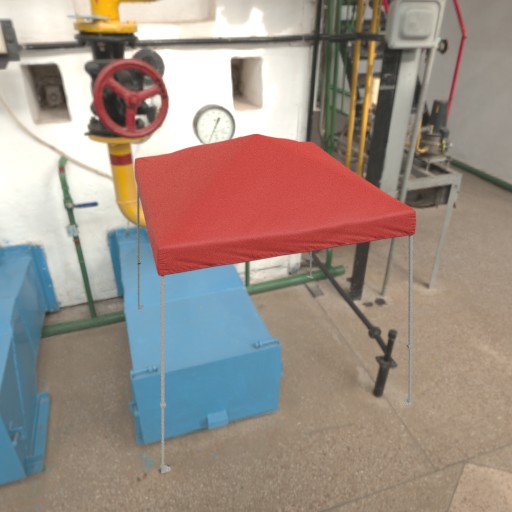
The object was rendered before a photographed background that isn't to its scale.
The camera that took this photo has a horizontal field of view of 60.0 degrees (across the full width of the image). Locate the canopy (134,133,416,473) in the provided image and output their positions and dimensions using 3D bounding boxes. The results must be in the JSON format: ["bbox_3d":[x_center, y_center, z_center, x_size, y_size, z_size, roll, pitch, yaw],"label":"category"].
[{"bbox_3d":[0.000,0.000,6.537,3.599,3.600,3.600,-9,32,-15],"label":"canopy"}]
